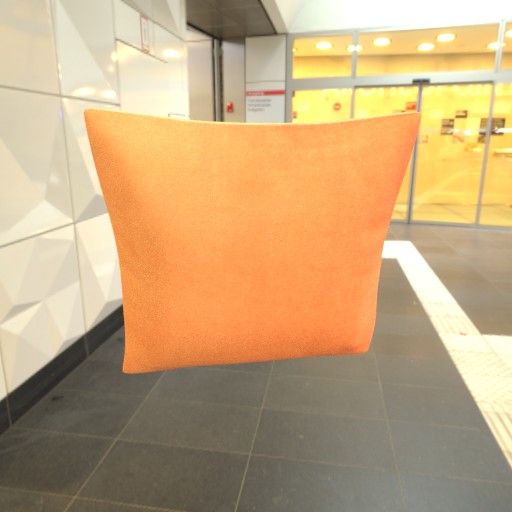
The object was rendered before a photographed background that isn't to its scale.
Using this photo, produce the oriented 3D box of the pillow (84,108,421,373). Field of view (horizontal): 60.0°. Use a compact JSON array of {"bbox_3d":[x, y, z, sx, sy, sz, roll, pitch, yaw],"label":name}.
[{"bbox_3d":[0.000,0.000,0.651,0.424,0.401,0.177,-3,15,-10],"label":"pillow"}]
